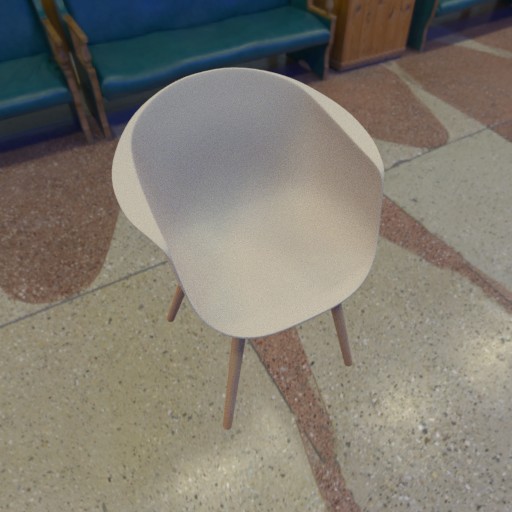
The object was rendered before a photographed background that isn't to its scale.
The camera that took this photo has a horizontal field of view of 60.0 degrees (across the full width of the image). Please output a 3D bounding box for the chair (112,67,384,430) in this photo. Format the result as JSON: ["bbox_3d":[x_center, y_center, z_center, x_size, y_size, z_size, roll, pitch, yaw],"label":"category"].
[{"bbox_3d":[0.000,0.000,1.160,0.593,0.781,0.504,-21,50,-19],"label":"chair"}]
